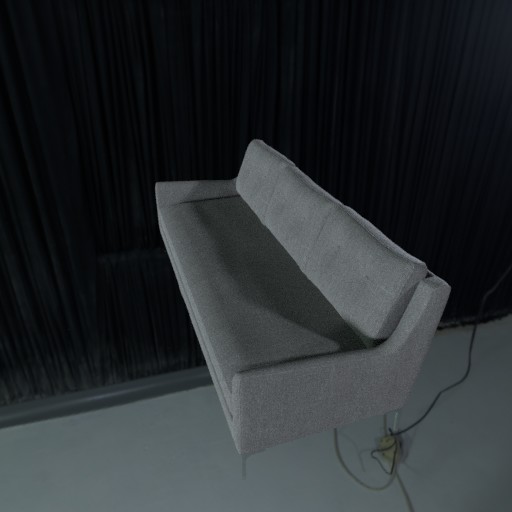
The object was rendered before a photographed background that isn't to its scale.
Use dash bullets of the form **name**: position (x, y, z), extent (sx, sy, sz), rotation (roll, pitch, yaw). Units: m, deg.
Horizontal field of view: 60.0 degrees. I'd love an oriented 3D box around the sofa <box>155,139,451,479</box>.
- **sofa**: position (0.000, 0.000, 2.522), extent (0.849, 0.837, 2.060), rotation (-10, 31, -16)
